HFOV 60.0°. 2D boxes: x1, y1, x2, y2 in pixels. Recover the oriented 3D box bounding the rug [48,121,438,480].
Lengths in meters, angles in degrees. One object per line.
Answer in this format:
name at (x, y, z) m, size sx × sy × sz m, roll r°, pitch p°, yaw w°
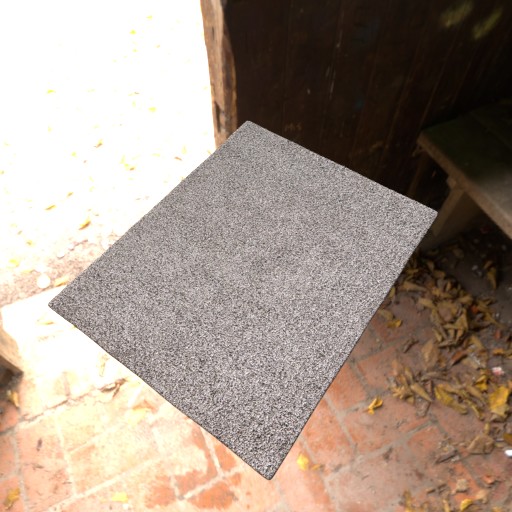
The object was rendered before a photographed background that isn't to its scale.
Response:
rug at (0.000, 0.000, 4.258) m, size 2.438 × 0.029 × 3.047 m, roll 31°, pitch 62°, yaw 19°
